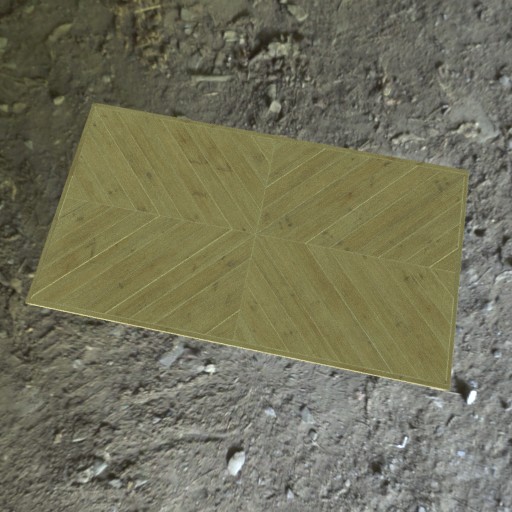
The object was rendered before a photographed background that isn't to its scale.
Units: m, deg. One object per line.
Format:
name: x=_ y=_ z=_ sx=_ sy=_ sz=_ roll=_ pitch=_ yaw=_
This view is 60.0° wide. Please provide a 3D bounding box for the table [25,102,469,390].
table: x=0.000 y=0.000 z=2.332 sx=1.803 sy=0.762 sz=0.991 roll=11 pitch=75 yaw=3
